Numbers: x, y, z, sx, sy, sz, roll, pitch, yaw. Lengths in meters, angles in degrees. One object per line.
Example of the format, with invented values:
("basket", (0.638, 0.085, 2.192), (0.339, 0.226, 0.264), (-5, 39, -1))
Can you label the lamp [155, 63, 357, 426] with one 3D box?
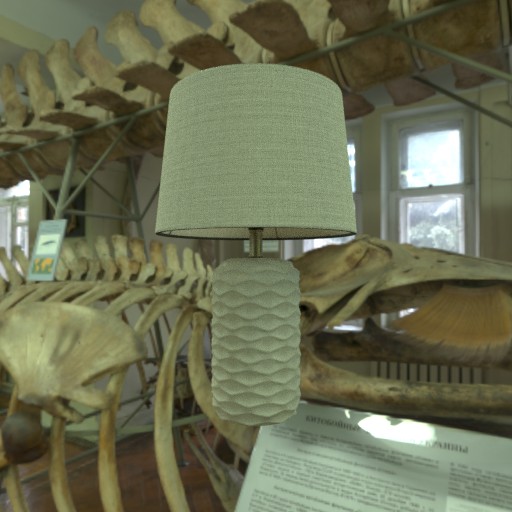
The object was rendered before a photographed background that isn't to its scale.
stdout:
("lamp", (0.000, 0.000, 0.845), (0.376, 0.594, 0.376), (0, -1, 0))
